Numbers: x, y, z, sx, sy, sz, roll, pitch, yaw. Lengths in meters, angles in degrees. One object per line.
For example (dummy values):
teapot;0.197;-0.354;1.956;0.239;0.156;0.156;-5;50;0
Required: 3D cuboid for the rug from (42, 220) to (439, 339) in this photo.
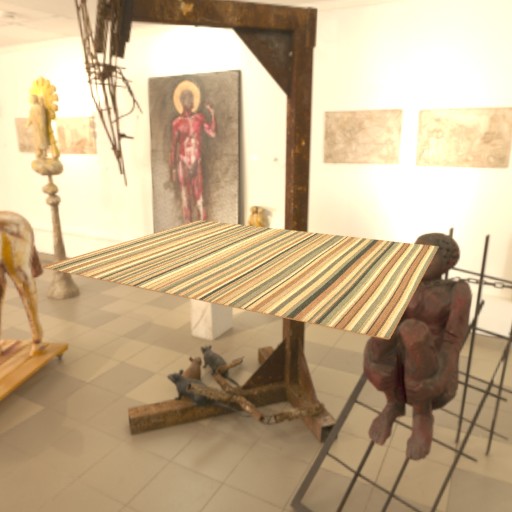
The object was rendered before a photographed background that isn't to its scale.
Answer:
rug;0.000;0.000;4.287;3.045;0.011;2.436;8;18;27
